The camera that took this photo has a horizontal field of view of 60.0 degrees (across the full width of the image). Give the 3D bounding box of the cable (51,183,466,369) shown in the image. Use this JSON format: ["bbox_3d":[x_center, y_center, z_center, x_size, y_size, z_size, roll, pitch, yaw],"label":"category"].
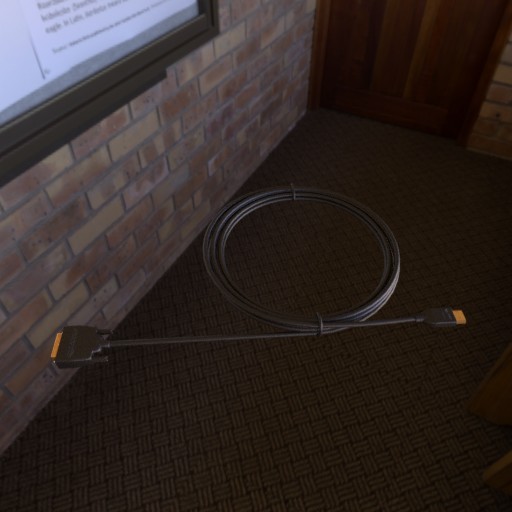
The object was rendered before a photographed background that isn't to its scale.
[{"bbox_3d":[0.000,0.000,0.527,0.422,0.030,0.257,-3,47,-3],"label":"cable"}]
